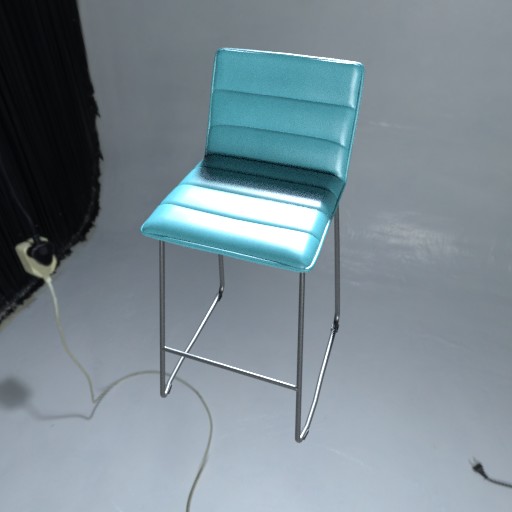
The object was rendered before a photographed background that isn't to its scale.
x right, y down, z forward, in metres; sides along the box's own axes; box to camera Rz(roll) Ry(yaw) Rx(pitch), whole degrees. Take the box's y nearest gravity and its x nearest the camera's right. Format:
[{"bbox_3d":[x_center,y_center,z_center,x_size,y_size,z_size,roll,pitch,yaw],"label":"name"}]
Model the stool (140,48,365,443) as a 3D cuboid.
[{"bbox_3d":[0.000,0.000,1.232,0.489,0.936,0.524,13,43,14],"label":"stool"}]
